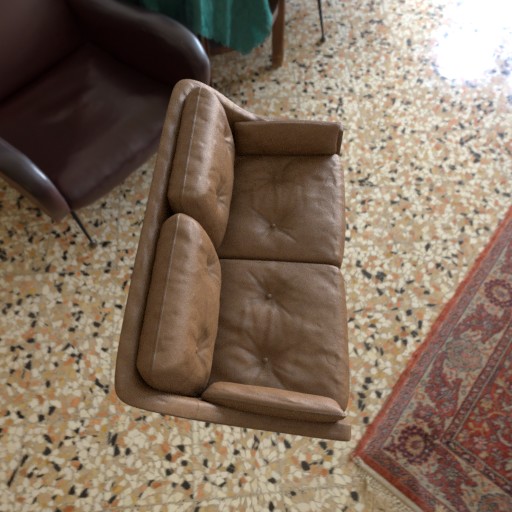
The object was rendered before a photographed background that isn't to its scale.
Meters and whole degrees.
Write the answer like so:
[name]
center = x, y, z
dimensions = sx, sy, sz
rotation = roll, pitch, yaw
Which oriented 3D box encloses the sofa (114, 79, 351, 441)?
[sofa]
center = 0.000, 0.000, 2.294
dimensions = 0.981, 0.886, 1.731
rotation = 3, 64, 2
